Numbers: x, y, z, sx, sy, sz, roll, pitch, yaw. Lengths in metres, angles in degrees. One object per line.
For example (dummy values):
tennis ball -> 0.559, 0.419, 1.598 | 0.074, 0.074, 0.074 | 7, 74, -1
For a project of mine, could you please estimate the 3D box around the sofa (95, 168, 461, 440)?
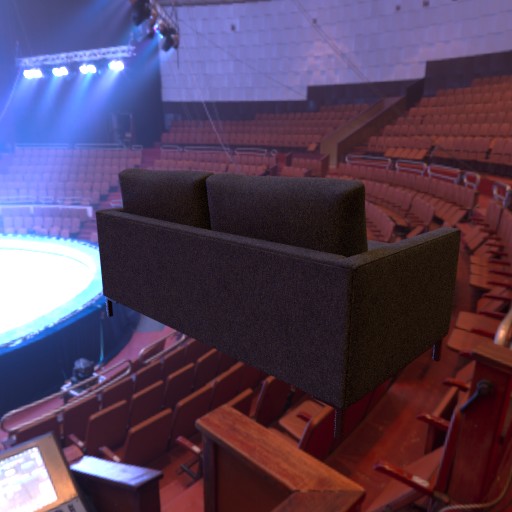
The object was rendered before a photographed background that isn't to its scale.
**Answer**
sofa -> 0.000, 0.000, 2.244 | 1.716, 0.862, 0.866 | 13, 19, 43
